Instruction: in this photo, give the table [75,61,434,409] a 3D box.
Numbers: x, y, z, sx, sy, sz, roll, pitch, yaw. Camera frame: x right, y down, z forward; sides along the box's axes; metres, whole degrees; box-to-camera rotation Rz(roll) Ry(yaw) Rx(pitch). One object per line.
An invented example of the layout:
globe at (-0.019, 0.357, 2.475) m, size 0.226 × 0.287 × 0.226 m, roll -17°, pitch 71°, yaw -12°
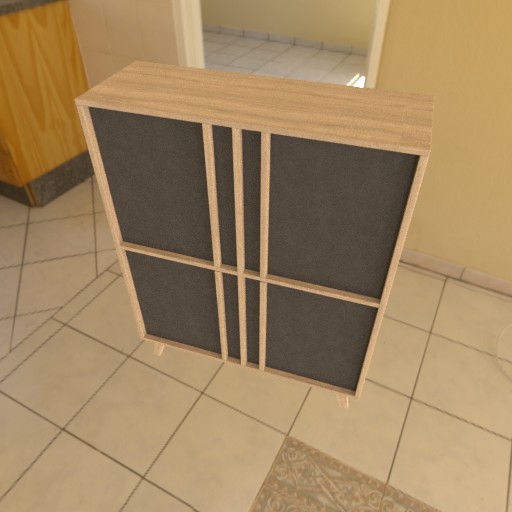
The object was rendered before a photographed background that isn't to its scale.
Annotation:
table at (0.000, 0.000, 1.911) m, size 1.111 × 1.388 × 0.398 m, roll 12°, pitch 43°, yaw 13°
